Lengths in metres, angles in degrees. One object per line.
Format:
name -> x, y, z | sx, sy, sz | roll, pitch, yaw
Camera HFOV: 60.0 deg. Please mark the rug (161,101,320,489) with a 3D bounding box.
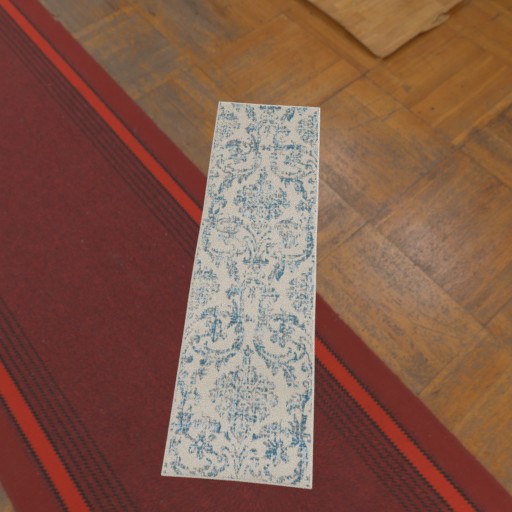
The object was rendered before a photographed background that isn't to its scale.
rug -> 0.000, 0.000, 2.407 | 0.662, 0.011, 2.196 | 4, 64, 2
